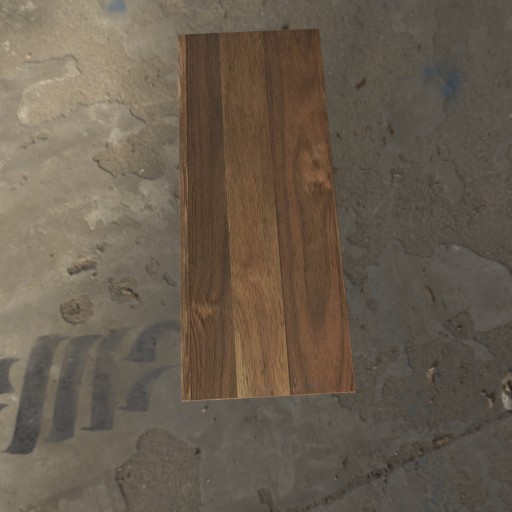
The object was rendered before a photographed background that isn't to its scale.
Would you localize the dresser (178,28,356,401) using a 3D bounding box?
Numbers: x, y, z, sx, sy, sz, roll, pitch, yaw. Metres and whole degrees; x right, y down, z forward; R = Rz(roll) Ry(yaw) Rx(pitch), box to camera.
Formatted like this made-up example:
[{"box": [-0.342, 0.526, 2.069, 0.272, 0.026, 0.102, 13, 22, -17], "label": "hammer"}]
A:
[{"box": [0.000, 0.000, 1.894, 0.442, 1.393, 1.062, -3, 76, -1], "label": "dresser"}]
